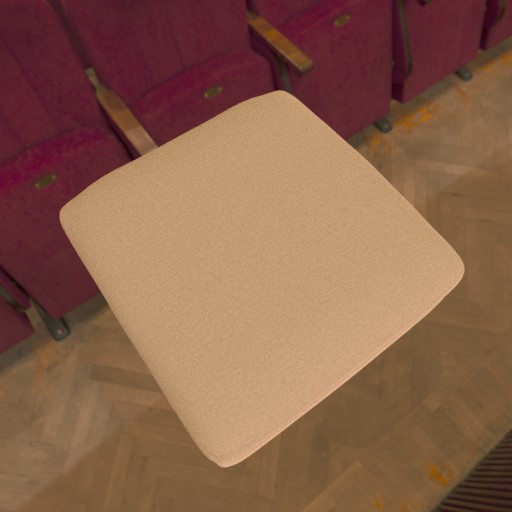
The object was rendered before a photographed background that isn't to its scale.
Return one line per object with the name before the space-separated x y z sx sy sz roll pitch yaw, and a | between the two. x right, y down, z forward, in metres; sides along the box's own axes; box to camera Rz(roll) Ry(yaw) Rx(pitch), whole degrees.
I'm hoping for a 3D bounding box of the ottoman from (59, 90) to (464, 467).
ottoman | 0.000 0.000 1.526 0.977 0.467 0.996 -33 68 -15
